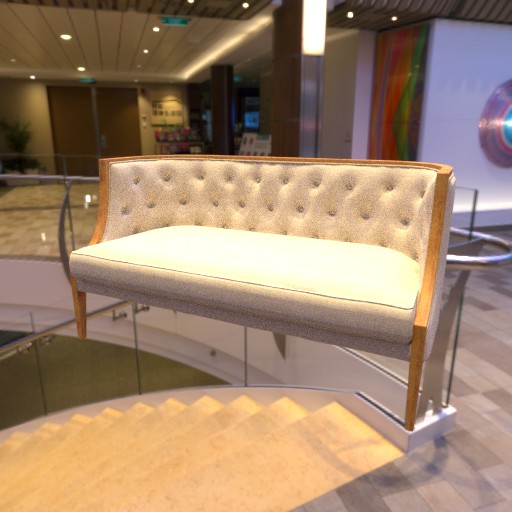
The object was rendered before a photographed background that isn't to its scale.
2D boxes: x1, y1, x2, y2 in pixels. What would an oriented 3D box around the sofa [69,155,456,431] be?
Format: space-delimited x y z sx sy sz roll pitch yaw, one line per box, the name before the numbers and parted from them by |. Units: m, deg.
sofa | 0.000 0.000 1.879 1.474 0.775 0.770 8 18 25
